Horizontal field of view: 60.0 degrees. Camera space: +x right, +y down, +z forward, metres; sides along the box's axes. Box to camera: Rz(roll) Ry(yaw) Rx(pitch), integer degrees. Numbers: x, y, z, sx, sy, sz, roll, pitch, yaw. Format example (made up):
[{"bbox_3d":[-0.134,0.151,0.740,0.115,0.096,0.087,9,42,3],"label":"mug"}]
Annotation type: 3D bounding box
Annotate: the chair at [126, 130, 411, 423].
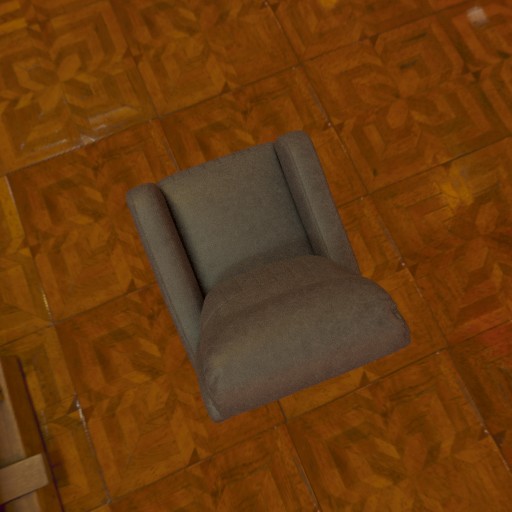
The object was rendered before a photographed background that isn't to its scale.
[{"bbox_3d":[0.000,0.000,1.862,0.865,1.067,1.067,-20,77,-5],"label":"chair"}]
